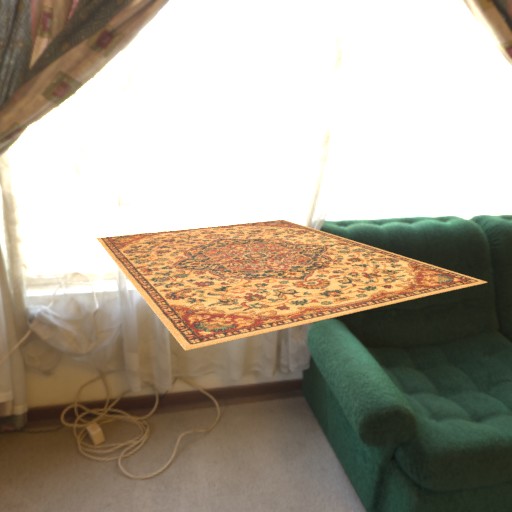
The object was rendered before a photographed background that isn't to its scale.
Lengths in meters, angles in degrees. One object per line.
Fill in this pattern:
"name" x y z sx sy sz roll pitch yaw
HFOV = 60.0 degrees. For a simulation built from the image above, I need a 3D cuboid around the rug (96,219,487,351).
"rug" 0.000 0.000 4.202 2.454 0.005 3.067 -8 17 -27
